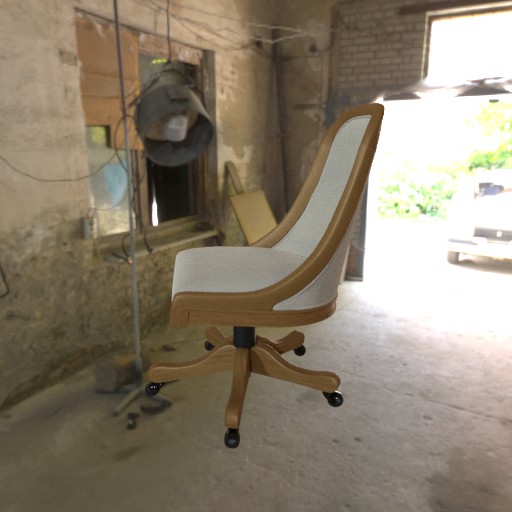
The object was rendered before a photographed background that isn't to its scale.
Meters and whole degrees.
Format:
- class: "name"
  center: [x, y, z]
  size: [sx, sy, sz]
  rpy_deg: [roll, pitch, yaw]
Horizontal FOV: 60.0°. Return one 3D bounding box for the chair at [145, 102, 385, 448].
- class: "chair"
  center: [0.000, 0.000, 1.537]
  size: [0.811, 1.009, 0.702]
  rpy_deg: [-2, 15, -8]
